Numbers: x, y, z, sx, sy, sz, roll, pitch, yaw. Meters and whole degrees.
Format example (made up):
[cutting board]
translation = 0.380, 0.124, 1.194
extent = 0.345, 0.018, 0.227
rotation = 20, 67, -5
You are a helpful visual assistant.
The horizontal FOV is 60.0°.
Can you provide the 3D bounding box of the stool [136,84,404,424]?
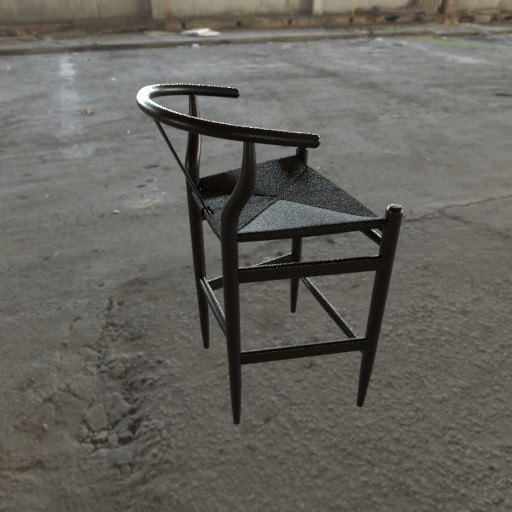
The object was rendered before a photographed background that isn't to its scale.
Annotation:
[stool]
translation = 0.000, 0.000, 1.345
extent = 0.579, 0.970, 0.569
rotation = -11, 33, -18
